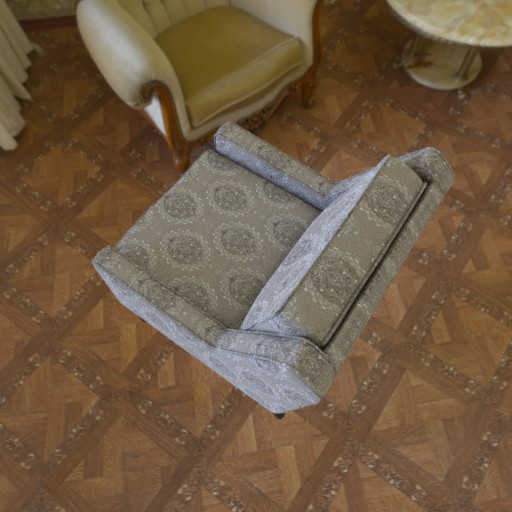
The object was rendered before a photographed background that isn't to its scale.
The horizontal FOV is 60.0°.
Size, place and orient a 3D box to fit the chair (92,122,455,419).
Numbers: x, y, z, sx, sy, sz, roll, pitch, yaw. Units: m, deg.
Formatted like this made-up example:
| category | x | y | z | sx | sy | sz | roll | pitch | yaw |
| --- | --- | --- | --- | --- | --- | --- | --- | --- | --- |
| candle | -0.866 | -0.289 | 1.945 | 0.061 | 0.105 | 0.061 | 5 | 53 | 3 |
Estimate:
| category | x | y | z | sx | sy | sz | roll | pitch | yaw |
| --- | --- | --- | --- | --- | --- | --- | --- | --- | --- |
| chair | 0.000 | 0.000 | 1.352 | 0.750 | 0.797 | 0.665 | 32 | 67 | 15 |
